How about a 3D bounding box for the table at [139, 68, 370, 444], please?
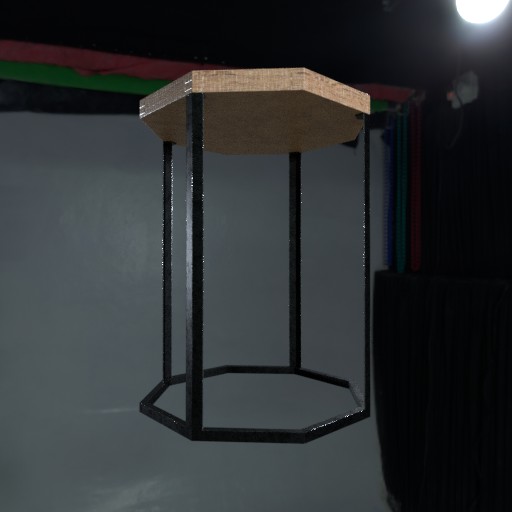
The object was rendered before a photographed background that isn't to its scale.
[{"bbox_3d":[0.000,0.000,0.858,0.437,0.553,0.437,0,0,-19],"label":"table"}]
